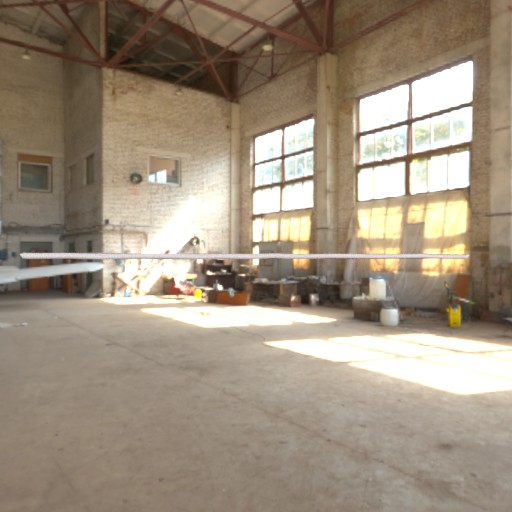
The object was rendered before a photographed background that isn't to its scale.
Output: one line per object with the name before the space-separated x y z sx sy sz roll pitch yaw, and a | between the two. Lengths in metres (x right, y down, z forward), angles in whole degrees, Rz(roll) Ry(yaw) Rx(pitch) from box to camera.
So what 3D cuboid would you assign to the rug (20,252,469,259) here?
rug | 0.000 0.000 2.643 2.381 0.035 0.832 0 0 -17
